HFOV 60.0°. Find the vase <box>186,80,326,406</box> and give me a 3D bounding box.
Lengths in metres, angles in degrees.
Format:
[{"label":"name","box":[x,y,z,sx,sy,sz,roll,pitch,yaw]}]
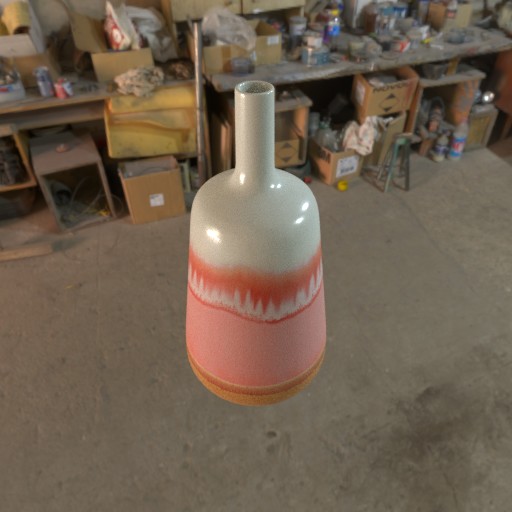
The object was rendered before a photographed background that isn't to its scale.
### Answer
[{"label":"vase","box":[0.000,0.000,0.390,0.144,0.296,0.144,0,41,0]}]
